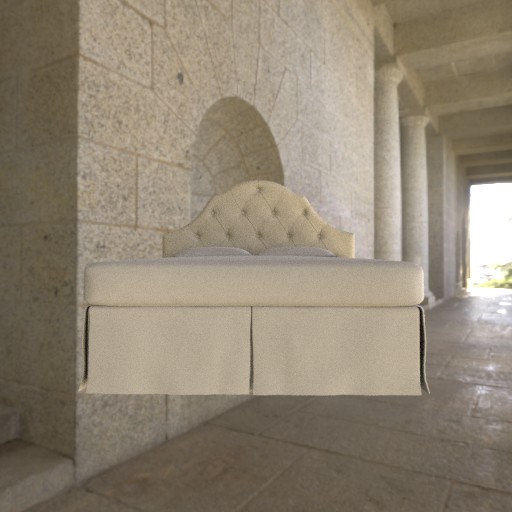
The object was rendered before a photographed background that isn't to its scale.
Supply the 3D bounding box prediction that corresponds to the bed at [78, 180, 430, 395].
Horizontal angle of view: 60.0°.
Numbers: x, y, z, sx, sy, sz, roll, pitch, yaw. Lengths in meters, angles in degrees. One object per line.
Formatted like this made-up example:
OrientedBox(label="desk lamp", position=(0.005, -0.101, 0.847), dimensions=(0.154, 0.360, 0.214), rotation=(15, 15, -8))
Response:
OrientedBox(label="bed", position=(0.000, 0.000, 3.450), dimensions=(2.012, 1.555, 2.086), rotation=(0, -1, 1))
